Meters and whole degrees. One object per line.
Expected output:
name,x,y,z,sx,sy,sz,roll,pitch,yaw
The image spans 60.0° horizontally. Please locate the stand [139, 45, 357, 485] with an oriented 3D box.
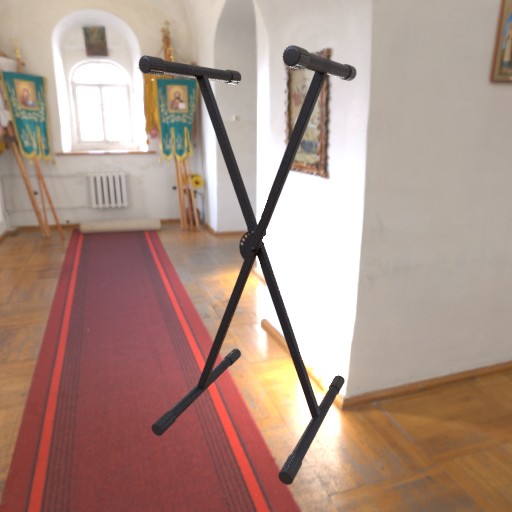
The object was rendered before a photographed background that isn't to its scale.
stand,0.000,0.000,1.162,0.409,0.940,0.449,9,20,25
